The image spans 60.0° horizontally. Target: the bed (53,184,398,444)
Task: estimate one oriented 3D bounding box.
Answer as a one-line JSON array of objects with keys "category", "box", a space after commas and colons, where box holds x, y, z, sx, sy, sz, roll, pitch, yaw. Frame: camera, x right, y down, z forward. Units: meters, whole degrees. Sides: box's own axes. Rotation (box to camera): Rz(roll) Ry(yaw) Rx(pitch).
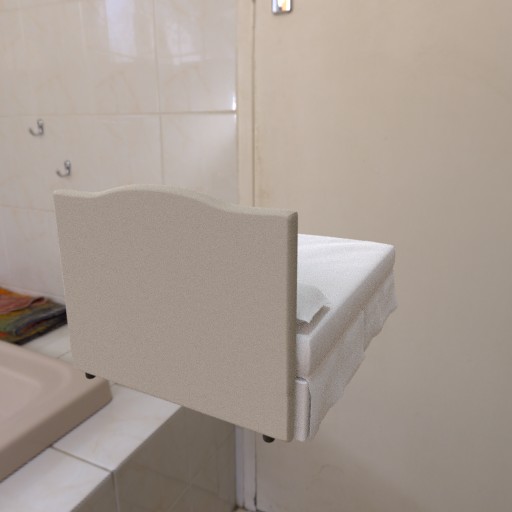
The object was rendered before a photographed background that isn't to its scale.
[{"category": "bed", "box": [0.000, 0.000, 3.708, 1.977, 1.437, 2.477, 8, 18, 27]}]
